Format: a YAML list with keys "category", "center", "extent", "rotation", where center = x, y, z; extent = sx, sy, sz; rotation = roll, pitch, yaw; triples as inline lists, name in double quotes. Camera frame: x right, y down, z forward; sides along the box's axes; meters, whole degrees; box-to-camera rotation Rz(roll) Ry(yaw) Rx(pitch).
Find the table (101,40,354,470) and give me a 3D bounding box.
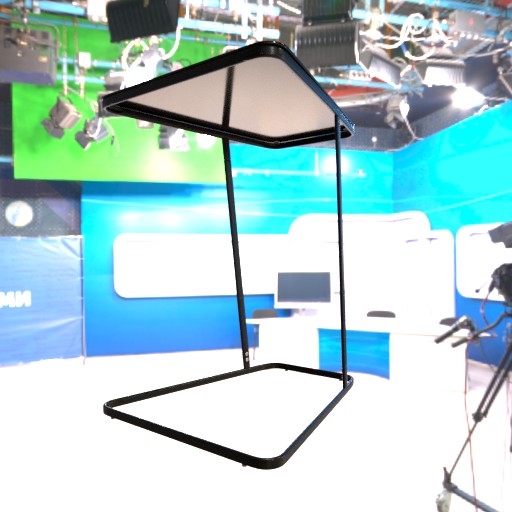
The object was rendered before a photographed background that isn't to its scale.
- category: "table"
  center: [0.000, 0.000, 0.953]
  extent: [0.427, 0.624, 0.500]
  rotation: [0, 0, 36]
